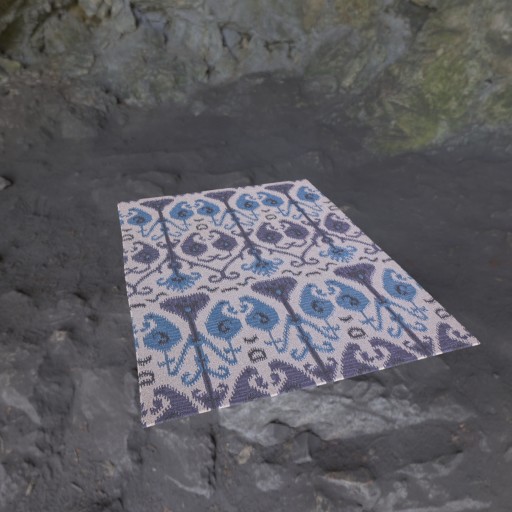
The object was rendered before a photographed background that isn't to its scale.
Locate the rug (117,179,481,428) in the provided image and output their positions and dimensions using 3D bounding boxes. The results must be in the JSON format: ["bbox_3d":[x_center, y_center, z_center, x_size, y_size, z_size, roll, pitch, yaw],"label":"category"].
[{"bbox_3d":[0.000,0.000,2.928,1.676,0.013,2.261,-9,33,-15],"label":"rug"}]
